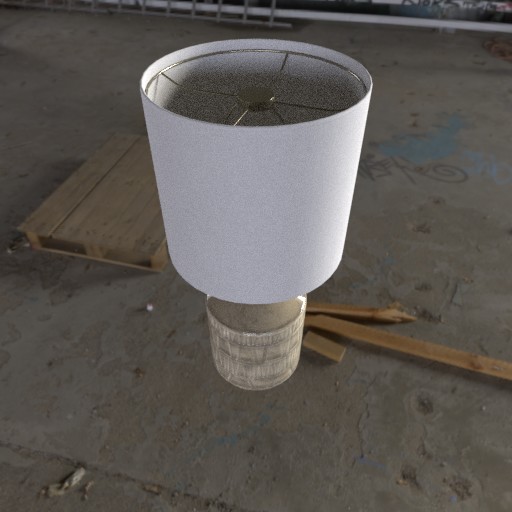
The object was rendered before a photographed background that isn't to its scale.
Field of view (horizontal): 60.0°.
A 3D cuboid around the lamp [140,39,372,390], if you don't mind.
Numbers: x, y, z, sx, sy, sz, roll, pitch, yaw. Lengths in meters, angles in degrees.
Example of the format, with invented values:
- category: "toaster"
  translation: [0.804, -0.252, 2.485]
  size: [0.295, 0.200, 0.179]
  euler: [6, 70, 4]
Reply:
- category: "lamp"
  translation: [0.000, 0.000, 0.563]
  size: [0.211, 0.455, 0.211]
  euler: [25, 48, 24]
